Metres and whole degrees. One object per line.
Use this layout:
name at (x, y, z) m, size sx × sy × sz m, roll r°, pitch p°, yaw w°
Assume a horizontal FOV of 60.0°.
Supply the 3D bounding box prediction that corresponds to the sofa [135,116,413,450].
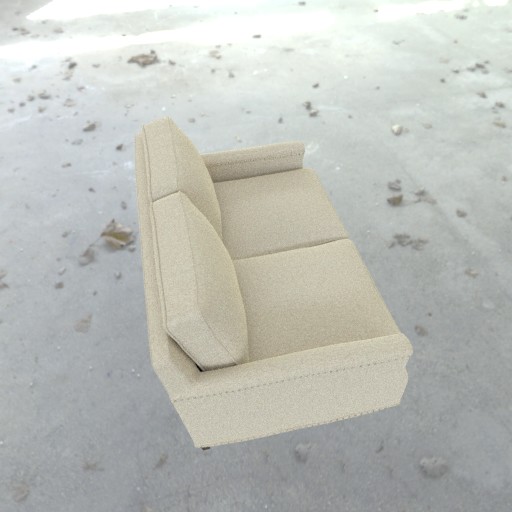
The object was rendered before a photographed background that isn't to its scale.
sofa at (0.000, 0.000, 2.322) m, size 1.084 × 1.003 × 1.597 m, roll -9°, pitch 47°, yaw -9°
